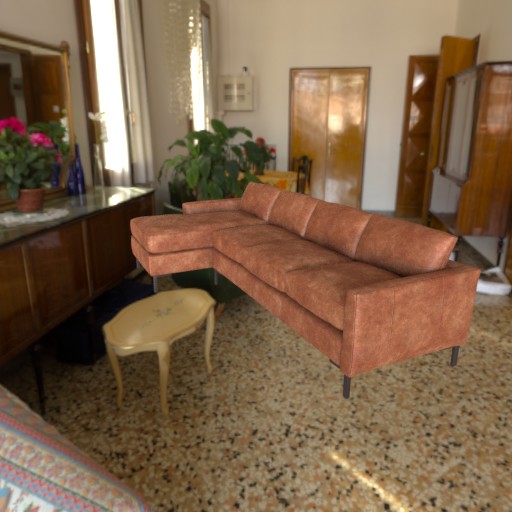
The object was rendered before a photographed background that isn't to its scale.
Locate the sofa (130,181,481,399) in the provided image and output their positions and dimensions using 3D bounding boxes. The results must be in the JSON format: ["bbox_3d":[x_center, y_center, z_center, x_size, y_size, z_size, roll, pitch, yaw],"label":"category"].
[{"bbox_3d":[0.000,0.000,3.607,1.471,0.859,2.993,-8,18,-25],"label":"sofa"}]
